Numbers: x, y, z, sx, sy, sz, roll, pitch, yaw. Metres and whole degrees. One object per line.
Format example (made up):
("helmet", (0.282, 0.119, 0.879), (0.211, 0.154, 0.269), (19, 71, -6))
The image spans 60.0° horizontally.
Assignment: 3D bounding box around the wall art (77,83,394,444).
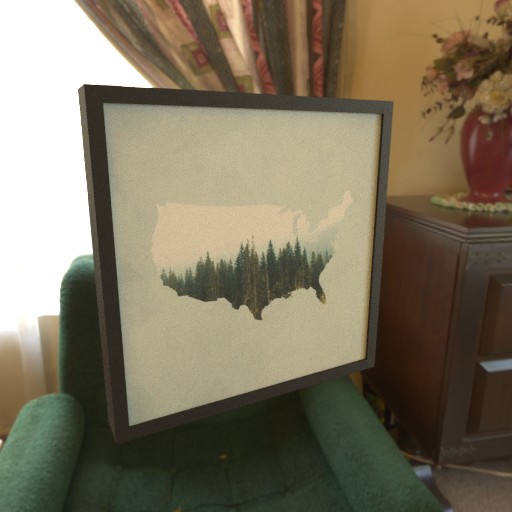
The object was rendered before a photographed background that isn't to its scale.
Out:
("wall art", (0.000, 0.000, 0.445), (0.304, 0.304, 0.038), (-8, 16, -27))
